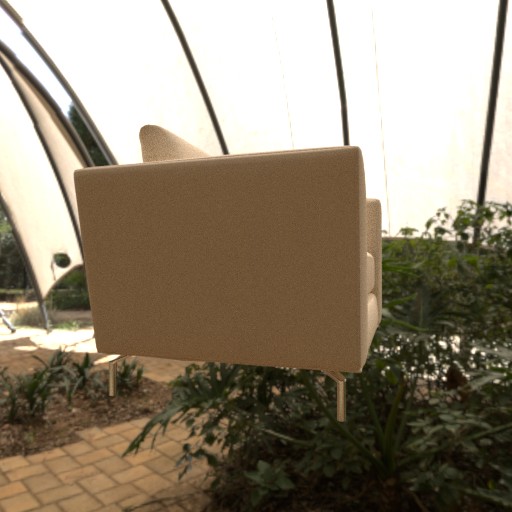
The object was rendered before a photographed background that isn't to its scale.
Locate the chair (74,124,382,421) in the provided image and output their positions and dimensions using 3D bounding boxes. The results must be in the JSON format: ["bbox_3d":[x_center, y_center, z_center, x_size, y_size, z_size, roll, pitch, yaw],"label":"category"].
[{"bbox_3d":[0.000,0.000,1.694,0.889,0.865,1.041,0,-1,18],"label":"chair"}]
